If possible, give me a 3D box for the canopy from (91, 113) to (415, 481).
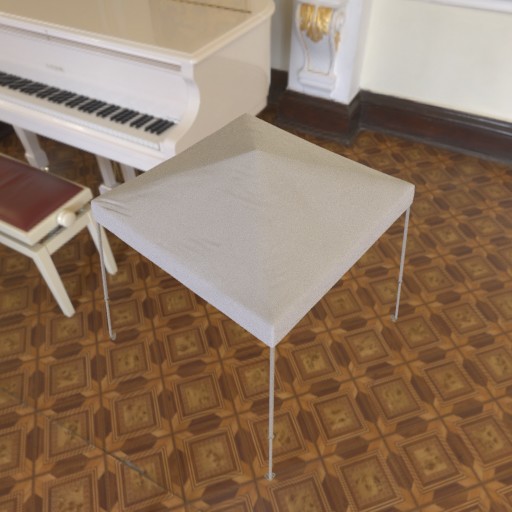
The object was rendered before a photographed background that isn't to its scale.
[{"bbox_3d":[0.000,0.000,6.516,3.600,3.600,3.599,32,54,27],"label":"canopy"}]
